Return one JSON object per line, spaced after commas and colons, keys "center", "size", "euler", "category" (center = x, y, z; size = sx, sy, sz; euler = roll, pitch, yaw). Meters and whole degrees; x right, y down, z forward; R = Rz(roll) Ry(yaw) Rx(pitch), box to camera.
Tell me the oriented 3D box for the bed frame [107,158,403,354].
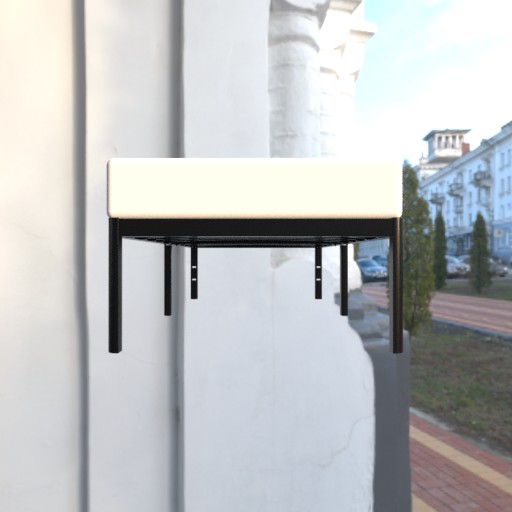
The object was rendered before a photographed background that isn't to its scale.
{"center": [0.000, 0.000, 2.456], "size": [1.023, 0.659, 1.950], "euler": [0, 0, 0], "category": "bed frame"}
